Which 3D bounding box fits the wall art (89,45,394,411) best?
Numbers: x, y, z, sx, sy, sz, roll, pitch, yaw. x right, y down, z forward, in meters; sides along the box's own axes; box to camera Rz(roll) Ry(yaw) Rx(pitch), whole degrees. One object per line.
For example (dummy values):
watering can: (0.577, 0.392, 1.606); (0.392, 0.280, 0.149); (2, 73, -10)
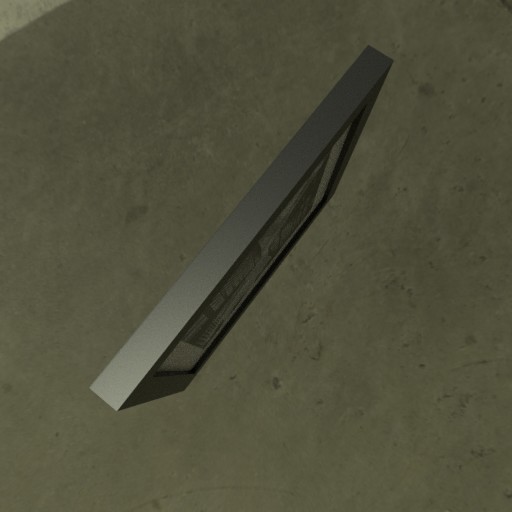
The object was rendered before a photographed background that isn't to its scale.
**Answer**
wall art: (0.000, 0.000, 0.525); (0.028, 0.321, 0.381); (36, 79, 9)
